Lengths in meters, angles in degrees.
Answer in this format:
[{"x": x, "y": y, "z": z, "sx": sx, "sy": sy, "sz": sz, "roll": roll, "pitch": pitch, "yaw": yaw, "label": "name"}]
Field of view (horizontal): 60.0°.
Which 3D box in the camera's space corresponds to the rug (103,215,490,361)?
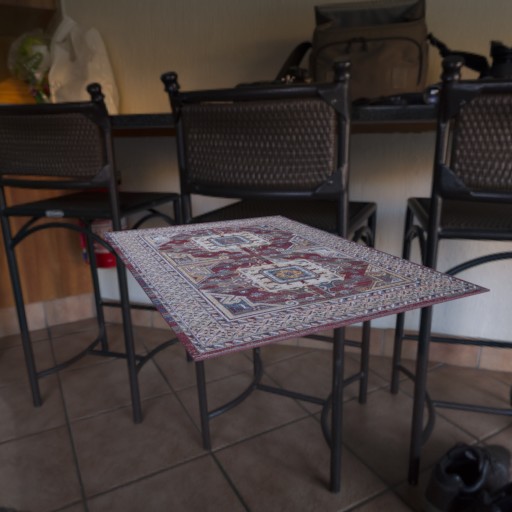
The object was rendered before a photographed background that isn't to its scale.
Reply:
[{"x": 0.000, "y": 0.000, "z": 2.894, "sx": 1.599, "sy": 0.011, "sz": 2.210, "roll": -8, "pitch": 18, "yaw": -25, "label": "rug"}]
